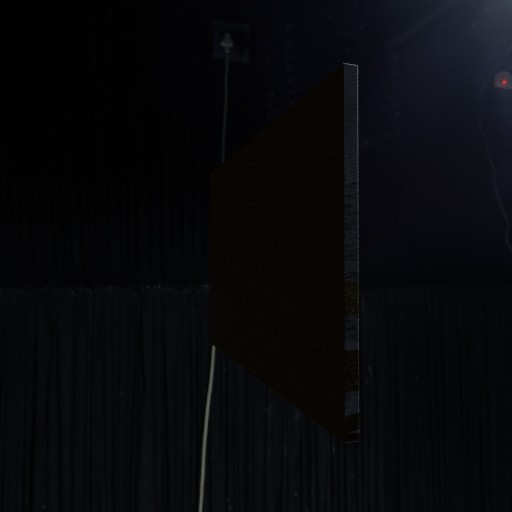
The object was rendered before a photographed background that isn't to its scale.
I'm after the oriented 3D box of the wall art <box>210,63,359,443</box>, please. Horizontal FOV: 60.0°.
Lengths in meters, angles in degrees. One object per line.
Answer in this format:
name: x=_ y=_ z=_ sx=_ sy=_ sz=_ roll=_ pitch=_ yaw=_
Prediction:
wall art: x=0.000 y=0.000 z=1.155 sx=0.027 sy=0.610 sz=0.932 roll=0 pitch=-1 yaw=-19
